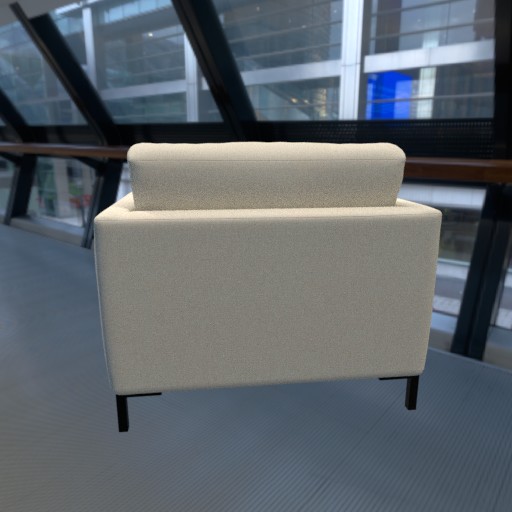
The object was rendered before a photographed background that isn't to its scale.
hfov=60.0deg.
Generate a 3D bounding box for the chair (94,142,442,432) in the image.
[{"bbox_3d":[0.000,0.000,1.627,0.964,0.806,0.875,-2,14,-7],"label":"chair"}]
